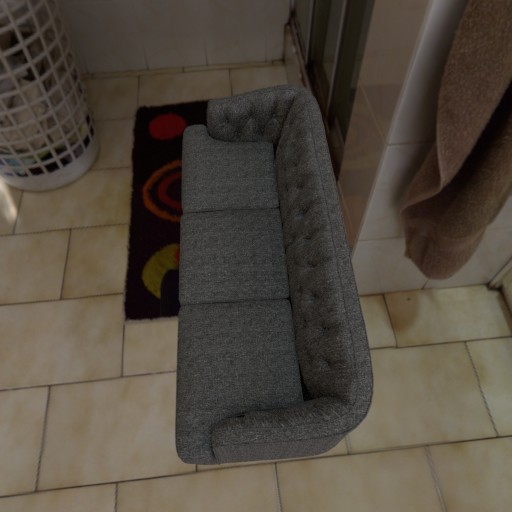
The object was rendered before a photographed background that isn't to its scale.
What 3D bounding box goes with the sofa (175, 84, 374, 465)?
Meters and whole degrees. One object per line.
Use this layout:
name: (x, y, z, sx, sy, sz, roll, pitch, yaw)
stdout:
sofa: (0.000, 0.000, 2.729, 0.941, 0.855, 2.278, -3, 59, -2)
